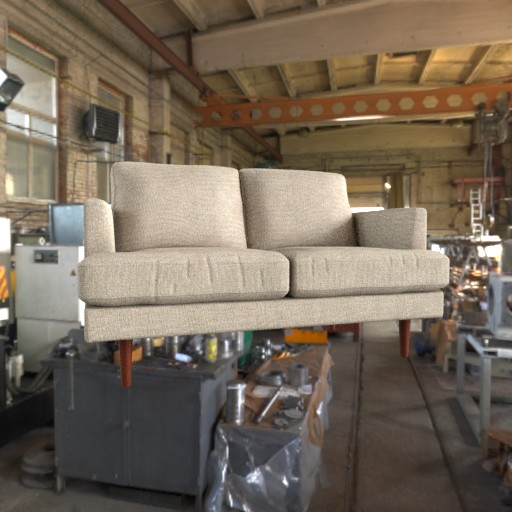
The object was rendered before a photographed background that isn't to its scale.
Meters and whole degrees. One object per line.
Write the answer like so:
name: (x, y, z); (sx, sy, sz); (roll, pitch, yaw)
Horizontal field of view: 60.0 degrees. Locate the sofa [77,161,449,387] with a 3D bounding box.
sofa: (0.000, 0.000, 2.157); (1.582, 0.944, 0.903); (-1, 2, -19)
